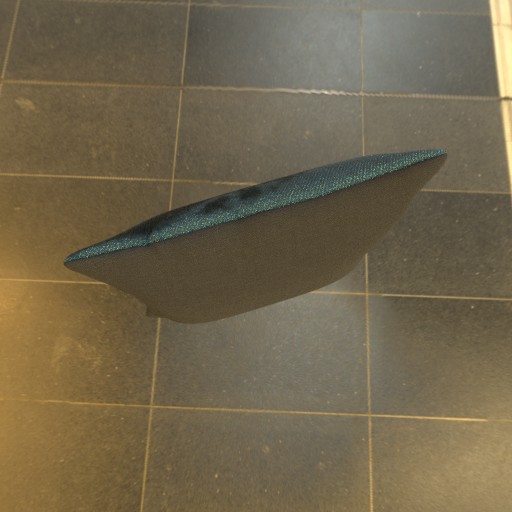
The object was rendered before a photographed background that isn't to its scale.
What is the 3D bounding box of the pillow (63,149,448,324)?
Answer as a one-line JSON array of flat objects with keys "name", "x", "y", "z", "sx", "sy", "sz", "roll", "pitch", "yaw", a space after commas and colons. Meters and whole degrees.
[{"name": "pillow", "x": 0.000, "y": 0.000, "z": 0.659, "sx": 0.436, "sy": 0.430, "sz": 0.138, "roll": -17, "pitch": 76, "yaw": -4}]
